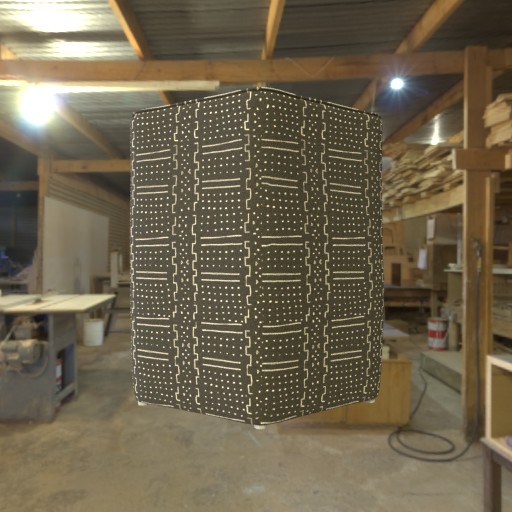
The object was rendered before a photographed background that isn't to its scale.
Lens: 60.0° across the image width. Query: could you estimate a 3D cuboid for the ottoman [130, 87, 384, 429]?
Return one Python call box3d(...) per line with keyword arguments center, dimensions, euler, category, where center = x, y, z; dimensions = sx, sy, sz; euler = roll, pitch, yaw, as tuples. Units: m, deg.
box3d(center=(0.000, 0.000, 0.871), dimensions=(0.443, 0.502, 0.494), euler=(0, 0, -2), category="ottoman")
